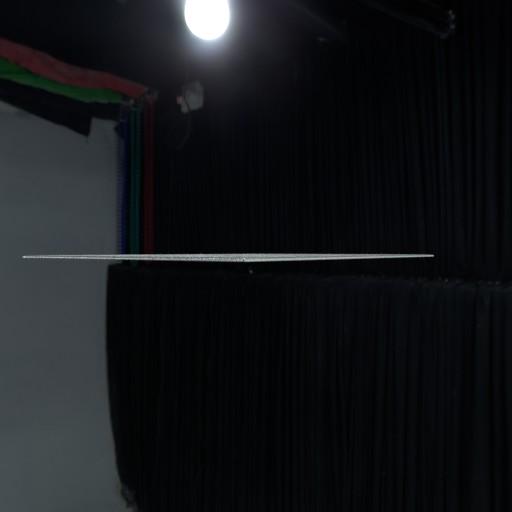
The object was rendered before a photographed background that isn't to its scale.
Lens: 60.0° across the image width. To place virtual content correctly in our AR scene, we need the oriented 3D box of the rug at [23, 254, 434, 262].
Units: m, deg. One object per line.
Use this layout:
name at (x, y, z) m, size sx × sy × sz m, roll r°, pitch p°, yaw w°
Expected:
rug at (0.000, 0.000, 2.875) m, size 1.608 × 0.014 × 2.213 m, roll 0°, pitch 1°, yaw 38°
